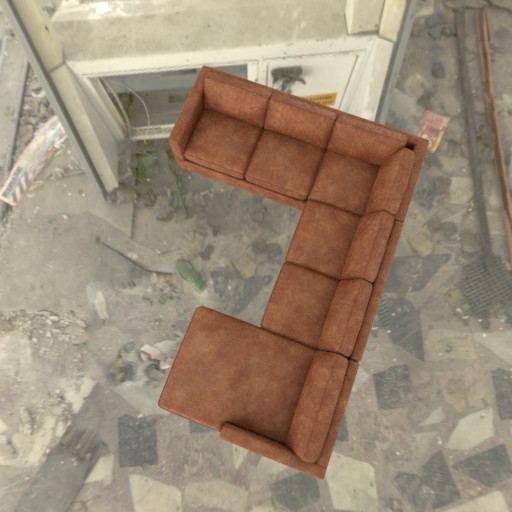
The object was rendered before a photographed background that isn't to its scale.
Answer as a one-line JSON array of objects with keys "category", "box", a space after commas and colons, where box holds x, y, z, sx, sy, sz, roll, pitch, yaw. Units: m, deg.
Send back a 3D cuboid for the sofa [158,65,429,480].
[{"category": "sofa", "box": [0.000, 0.000, 4.421, 2.452, 0.888, 3.324, 20, 77, 5]}]
